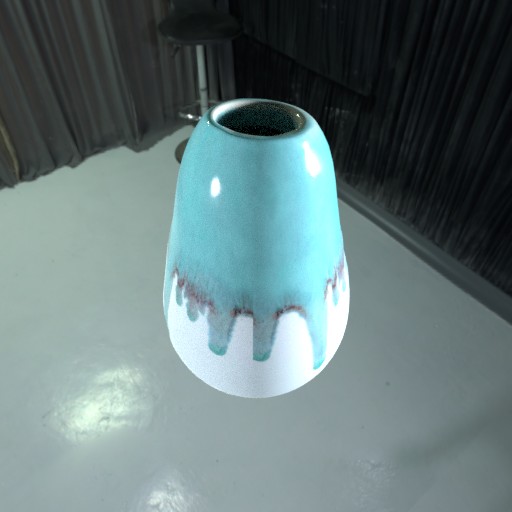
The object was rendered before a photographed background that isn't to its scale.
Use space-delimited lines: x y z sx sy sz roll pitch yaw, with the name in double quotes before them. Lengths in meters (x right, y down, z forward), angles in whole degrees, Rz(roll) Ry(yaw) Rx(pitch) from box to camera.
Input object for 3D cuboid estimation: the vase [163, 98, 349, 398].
"vase" 0.000 0.000 0.253 0.116 0.179 0.116 0 46 0
